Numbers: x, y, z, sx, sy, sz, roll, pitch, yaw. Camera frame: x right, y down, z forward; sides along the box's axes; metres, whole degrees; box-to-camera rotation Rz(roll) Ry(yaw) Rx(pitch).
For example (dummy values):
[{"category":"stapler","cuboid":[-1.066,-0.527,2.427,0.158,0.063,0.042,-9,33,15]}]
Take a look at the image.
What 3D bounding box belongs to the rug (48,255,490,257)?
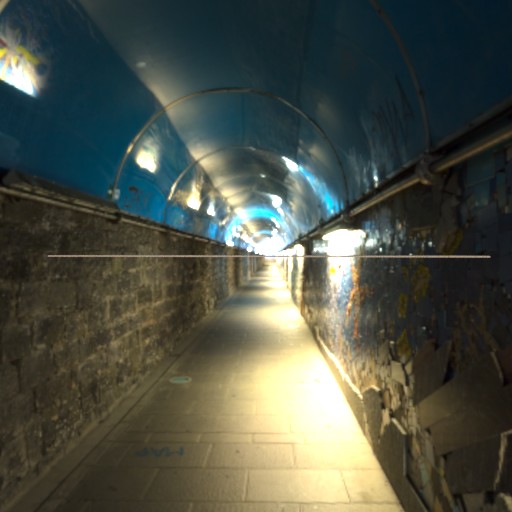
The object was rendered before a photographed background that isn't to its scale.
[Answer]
[{"category":"rug","cuboid":[0.000,0.000,2.713,2.439,0.008,0.762,0,0,18]}]
